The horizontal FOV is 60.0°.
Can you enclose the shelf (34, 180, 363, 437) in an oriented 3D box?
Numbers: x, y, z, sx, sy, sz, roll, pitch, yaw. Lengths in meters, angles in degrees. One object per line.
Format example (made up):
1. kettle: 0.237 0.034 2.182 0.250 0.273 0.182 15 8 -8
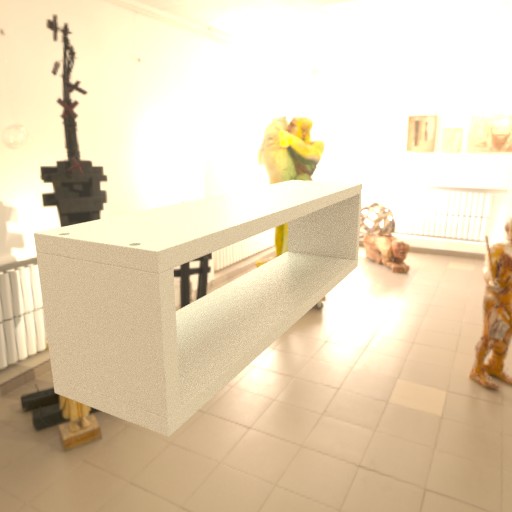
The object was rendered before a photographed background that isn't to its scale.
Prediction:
1. shelf: 0.000 0.000 0.665 0.150 0.170 0.610 8 17 27
